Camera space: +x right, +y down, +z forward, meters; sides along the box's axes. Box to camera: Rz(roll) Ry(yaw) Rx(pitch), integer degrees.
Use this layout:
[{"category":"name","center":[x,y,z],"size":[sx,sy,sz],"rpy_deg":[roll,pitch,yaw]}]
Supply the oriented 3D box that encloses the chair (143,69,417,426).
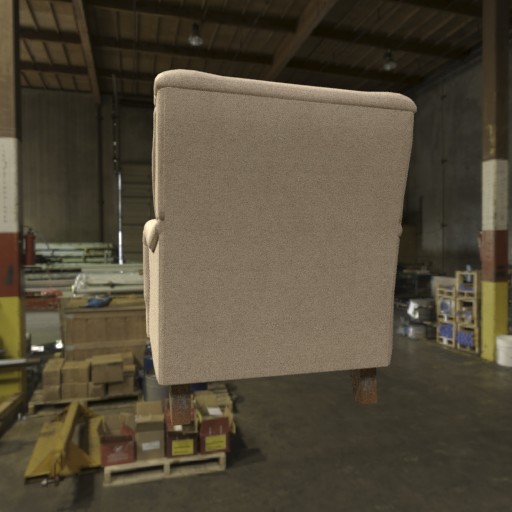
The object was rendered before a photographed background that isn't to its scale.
[{"category":"chair","center":[0.000,0.000,1.815],"size":[0.879,1.119,0.953],"rpy_deg":[0,1,-16]}]
